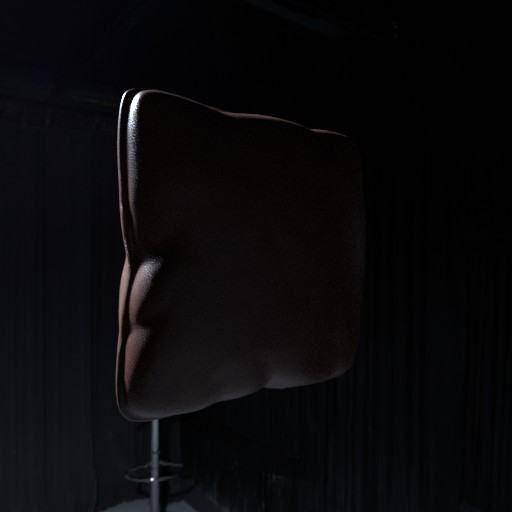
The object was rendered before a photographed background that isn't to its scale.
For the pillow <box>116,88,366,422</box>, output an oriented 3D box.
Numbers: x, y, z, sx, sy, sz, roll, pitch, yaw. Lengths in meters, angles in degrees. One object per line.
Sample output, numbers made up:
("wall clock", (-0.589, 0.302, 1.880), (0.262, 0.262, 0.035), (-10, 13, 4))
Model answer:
("pillow", (0.000, 0.000, 0.824), (0.532, 0.523, 0.236), (0, 1, -37))
